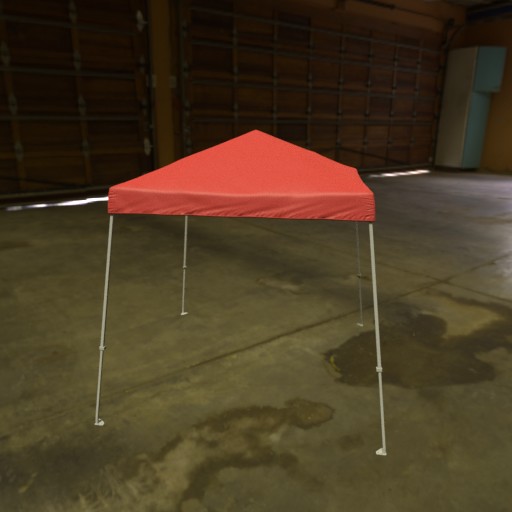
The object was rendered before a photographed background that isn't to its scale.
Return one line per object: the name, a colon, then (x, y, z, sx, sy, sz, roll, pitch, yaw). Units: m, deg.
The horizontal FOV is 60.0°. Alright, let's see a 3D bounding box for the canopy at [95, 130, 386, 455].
canopy: (0.000, 0.000, 5.208, 2.848, 2.849, 2.849, 2, 16, 8)
